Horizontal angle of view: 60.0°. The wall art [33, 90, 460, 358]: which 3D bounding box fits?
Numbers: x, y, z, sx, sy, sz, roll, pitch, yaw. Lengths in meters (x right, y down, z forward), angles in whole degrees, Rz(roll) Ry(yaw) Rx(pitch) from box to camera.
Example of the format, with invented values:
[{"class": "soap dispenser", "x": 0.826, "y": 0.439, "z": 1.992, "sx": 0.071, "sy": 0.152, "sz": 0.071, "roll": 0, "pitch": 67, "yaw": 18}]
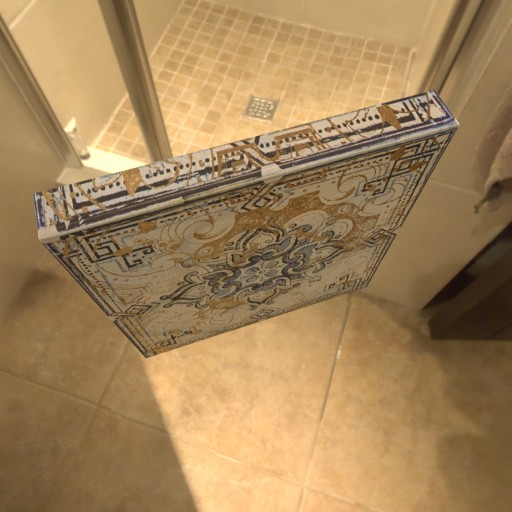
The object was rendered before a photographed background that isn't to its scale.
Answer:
[{"class": "wall art", "x": 0.000, "y": 0.000, "z": 0.446, "sx": 0.302, "sy": 0.306, "sz": 0.038, "roll": -17, "pitch": 64, "yaw": -8}]
